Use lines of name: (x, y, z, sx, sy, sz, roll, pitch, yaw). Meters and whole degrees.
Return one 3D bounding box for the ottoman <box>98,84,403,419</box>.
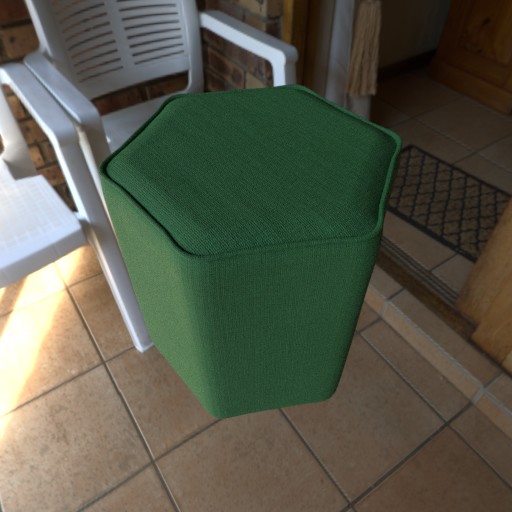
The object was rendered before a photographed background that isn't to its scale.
ottoman: (0.000, 0.000, 0.883, 0.444, 0.507, 0.499, -32, 54, -26)
